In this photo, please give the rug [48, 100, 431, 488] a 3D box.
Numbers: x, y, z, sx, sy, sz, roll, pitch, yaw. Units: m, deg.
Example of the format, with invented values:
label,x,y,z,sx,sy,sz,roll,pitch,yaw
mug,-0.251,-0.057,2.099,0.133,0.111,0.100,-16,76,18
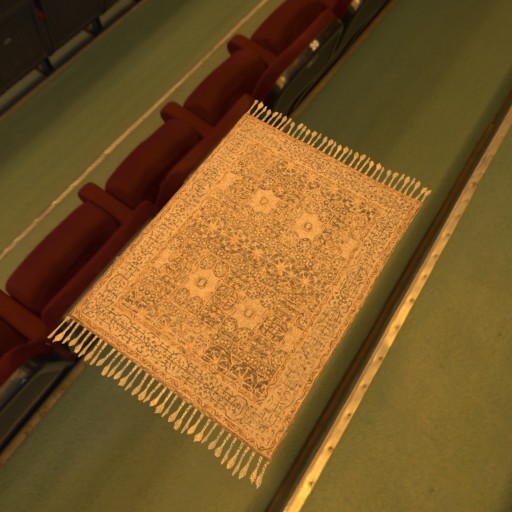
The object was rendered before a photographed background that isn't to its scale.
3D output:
label,x,y,z,sx,sy,sz,roll,pitch,yaw
rug,0.000,0.000,3.109,1.619,0.023,2.465,31,68,14
